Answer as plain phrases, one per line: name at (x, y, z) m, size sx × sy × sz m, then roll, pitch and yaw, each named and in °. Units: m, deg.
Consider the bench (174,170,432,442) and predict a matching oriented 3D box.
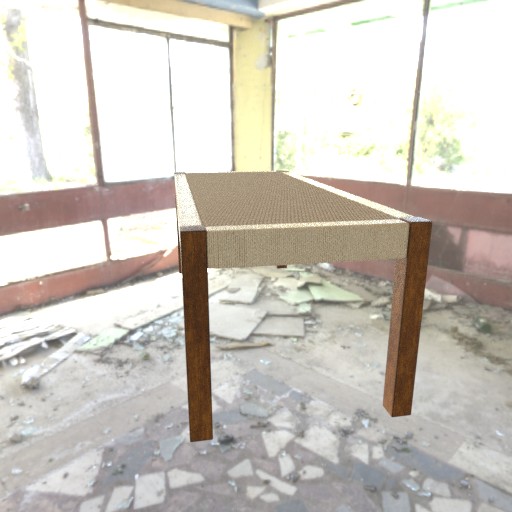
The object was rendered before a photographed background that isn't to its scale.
bench at (0.000, 0.000, 1.484) m, size 0.507 × 0.457 × 1.198 m, roll -3°, pitch 16°, yaw -10°
